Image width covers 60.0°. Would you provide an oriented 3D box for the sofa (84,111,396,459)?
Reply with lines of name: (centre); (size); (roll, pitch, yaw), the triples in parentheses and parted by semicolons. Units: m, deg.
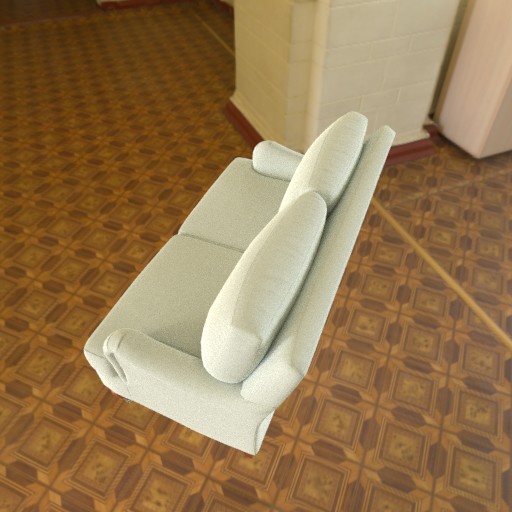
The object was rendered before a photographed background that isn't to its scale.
sofa: (0.000, 0.000, 2.521); (1.084, 1.101, 1.853); (16, 47, 16)
